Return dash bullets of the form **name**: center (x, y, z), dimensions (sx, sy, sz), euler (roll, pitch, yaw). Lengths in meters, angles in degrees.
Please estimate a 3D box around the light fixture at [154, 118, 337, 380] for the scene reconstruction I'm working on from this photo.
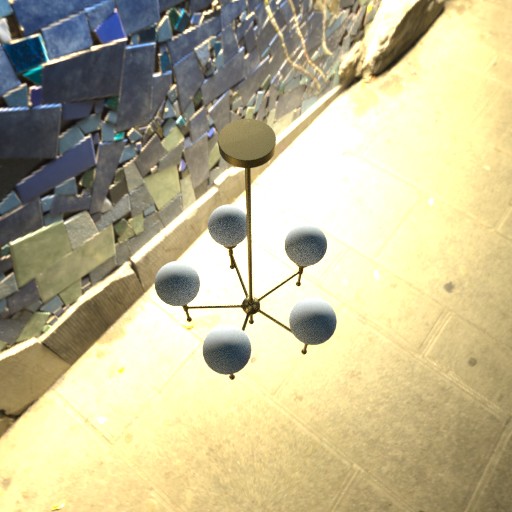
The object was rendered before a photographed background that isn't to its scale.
- **light fixture**: center (0.000, 0.000, 1.810), dimensions (0.785, 1.331, 0.815), euler (-33, 65, -18)
